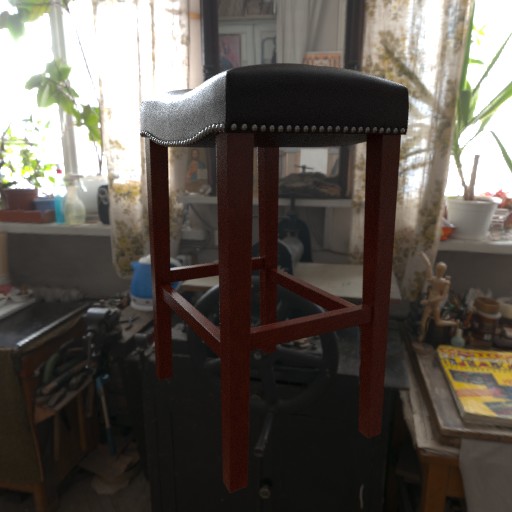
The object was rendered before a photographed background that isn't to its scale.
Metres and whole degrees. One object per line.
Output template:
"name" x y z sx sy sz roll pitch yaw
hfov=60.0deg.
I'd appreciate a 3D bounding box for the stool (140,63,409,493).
"stool" 0.000 0.000 1.000 0.372 0.742 0.504 -7 16 -27
